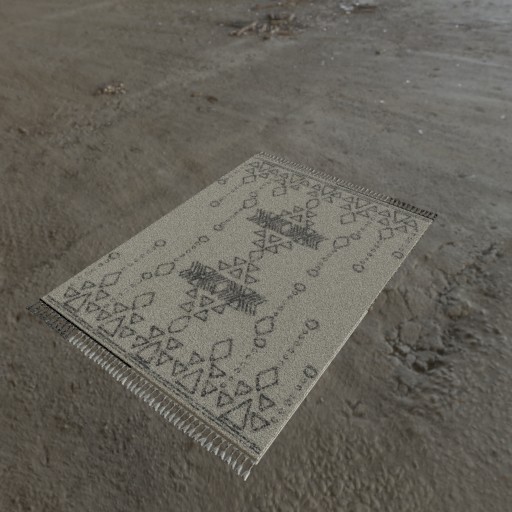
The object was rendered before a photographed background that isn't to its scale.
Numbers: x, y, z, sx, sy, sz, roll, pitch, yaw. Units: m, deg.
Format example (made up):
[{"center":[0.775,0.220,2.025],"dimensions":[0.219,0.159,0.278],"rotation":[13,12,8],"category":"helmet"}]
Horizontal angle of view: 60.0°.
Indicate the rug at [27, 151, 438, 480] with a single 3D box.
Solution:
[{"center":[0.000,0.000,2.896],"dimensions":[1.600,0.013,2.312],"rotation":[26,48,26],"category":"rug"}]
